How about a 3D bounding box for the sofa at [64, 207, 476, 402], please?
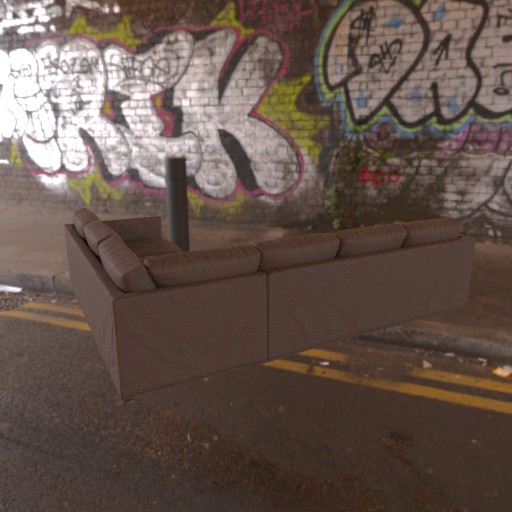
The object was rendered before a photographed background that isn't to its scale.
[{"bbox_3d":[0.000,0.000,4.316,3.182,0.871,2.432,-8,18,-27],"label":"sofa"}]
